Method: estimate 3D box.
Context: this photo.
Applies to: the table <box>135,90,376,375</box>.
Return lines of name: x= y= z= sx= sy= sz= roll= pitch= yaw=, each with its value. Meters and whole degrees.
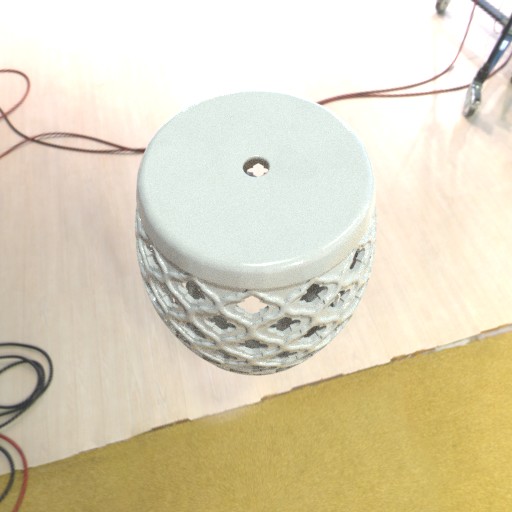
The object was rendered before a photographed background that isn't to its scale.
table: x=0.000 y=0.000 z=0.653 sx=0.325 sy=0.388 sz=0.325 roll=0 pitch=59 yaw=0
